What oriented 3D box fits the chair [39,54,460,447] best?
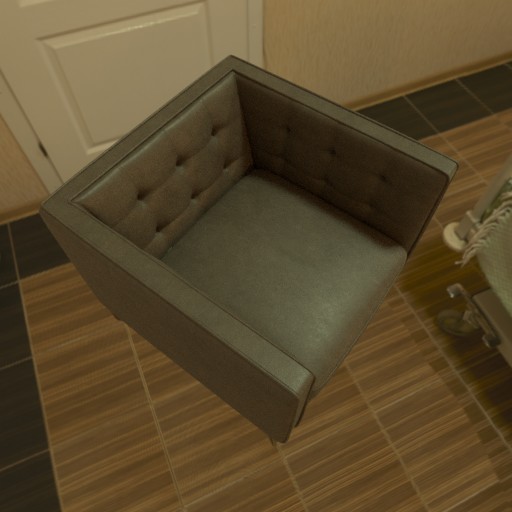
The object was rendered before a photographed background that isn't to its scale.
[{"bbox_3d":[0.000,0.000,1.571,0.894,0.790,0.880,32,64,18],"label":"chair"}]
